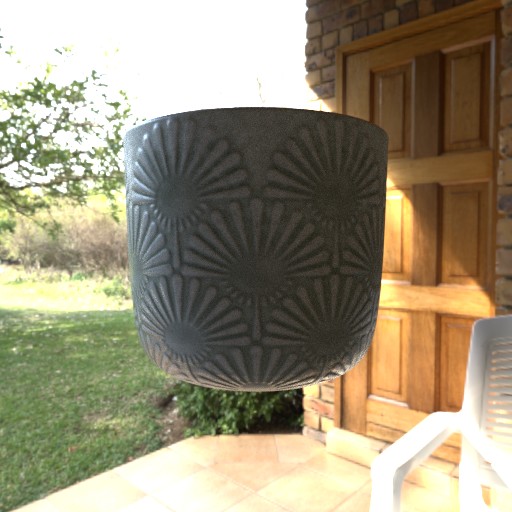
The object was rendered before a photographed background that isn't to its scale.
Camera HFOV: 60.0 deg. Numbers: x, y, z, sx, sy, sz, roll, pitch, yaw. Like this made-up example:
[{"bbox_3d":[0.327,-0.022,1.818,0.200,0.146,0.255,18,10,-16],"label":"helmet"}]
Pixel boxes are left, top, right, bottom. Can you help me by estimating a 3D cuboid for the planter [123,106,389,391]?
[{"bbox_3d":[0.000,0.000,0.217,0.124,0.109,0.124,0,2,0],"label":"planter"}]
